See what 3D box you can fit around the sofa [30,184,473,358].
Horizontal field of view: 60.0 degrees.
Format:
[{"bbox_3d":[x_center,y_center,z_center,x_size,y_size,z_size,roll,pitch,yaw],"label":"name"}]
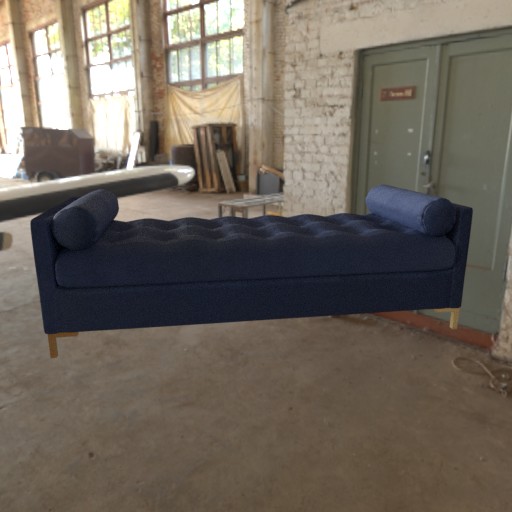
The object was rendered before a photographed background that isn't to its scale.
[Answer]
[{"bbox_3d":[0.000,0.000,2.474,2.102,0.705,0.796,-2,15,-9],"label":"sofa"}]
